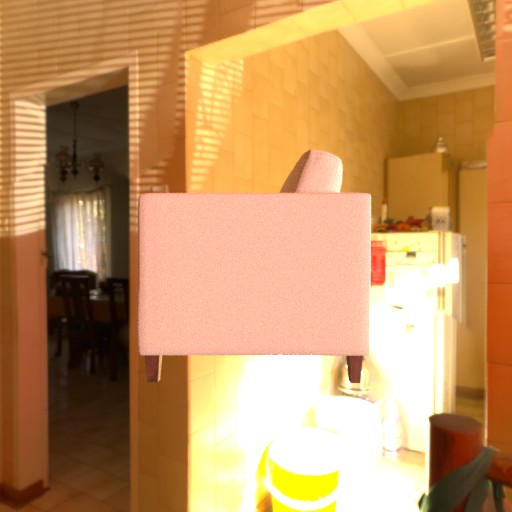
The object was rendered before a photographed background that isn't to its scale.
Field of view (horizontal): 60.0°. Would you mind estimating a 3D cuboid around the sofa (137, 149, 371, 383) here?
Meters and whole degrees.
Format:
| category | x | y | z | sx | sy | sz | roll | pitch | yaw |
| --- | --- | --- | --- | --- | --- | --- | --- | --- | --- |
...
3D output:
| category | x | y | z | sx | sy | sz | roll | pitch | yaw |
| --- | --- | --- | --- | --- | --- | --- | --- | --- | --- |
| sofa | 0.000 | 0.000 | 2.890 | 0.951 | 0.962 | 2.361 | 0 | 1 | 1 |
